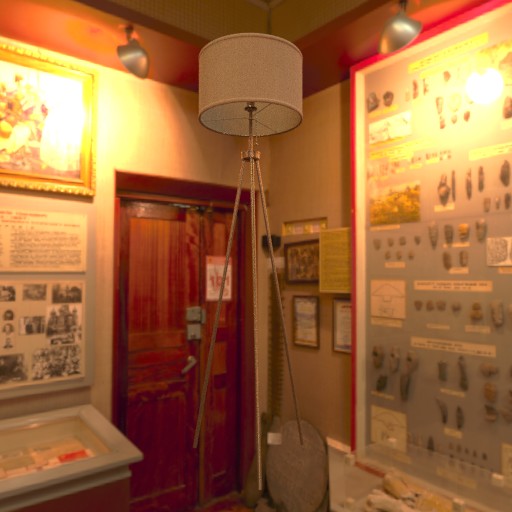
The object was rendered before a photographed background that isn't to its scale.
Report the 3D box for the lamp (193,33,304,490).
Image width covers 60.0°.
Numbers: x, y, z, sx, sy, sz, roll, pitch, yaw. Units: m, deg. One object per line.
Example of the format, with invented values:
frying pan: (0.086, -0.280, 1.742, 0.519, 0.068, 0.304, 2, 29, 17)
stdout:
lamp: (0.000, 0.000, 1.736, 0.460, 1.545, 0.449, 2, -3, -36)
